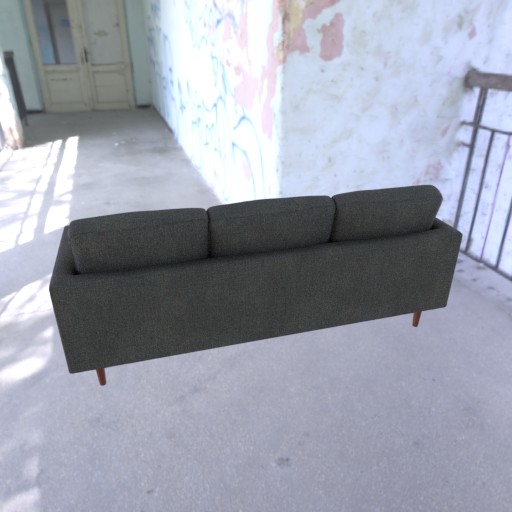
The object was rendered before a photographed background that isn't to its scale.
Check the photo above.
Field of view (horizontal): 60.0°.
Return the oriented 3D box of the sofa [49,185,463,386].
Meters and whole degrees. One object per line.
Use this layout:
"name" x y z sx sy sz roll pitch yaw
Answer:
"sofa" 0.000 0.000 2.742 2.246 0.930 0.903 -7 28 -14
